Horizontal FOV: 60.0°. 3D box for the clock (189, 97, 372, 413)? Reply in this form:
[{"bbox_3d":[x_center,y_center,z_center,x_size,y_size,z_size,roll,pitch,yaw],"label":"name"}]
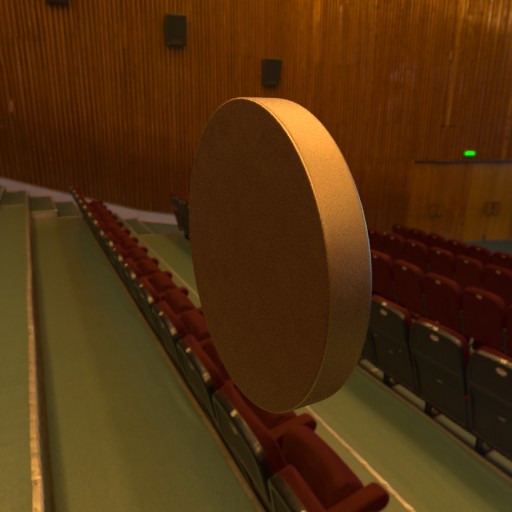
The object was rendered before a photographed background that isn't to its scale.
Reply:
[{"bbox_3d":[0.000,0.000,0.466,0.040,0.314,0.314,-8,18,-26],"label":"clock"}]
